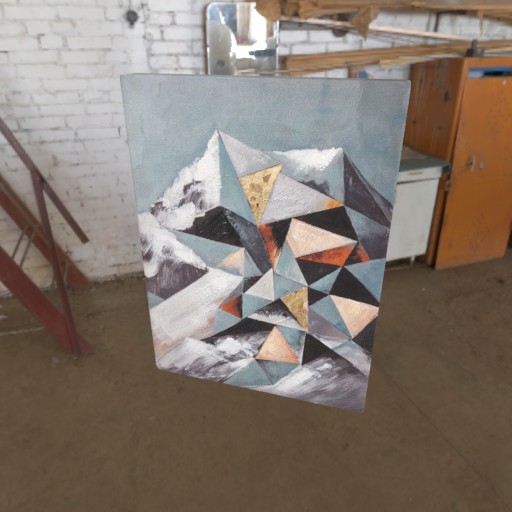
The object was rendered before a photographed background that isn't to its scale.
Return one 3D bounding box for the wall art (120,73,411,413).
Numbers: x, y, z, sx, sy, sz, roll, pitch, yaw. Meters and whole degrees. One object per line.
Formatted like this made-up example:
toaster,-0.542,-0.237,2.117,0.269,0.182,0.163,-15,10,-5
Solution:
wall art,0.000,0.000,0.815,0.455,0.613,0.037,8,27,15
